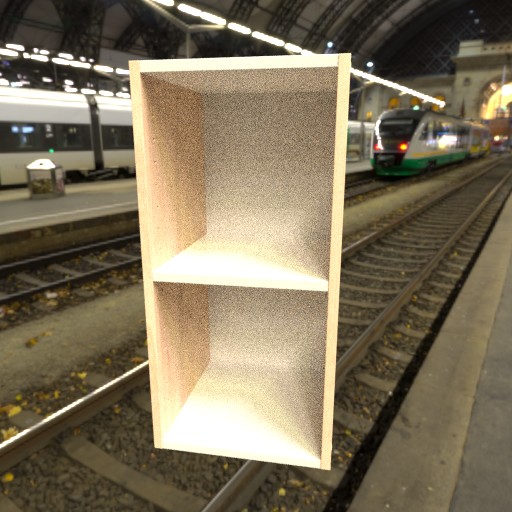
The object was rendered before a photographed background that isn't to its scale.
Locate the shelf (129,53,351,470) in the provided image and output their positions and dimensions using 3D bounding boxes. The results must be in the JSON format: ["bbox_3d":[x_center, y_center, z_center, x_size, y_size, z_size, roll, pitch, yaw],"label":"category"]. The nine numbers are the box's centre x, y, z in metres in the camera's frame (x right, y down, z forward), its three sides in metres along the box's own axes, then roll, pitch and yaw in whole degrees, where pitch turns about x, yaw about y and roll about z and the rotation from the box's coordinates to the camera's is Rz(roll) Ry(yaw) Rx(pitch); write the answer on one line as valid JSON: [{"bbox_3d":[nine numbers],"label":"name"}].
[{"bbox_3d":[0.000,0.000,0.775,0.290,0.594,0.297,3,15,10],"label":"shelf"}]
